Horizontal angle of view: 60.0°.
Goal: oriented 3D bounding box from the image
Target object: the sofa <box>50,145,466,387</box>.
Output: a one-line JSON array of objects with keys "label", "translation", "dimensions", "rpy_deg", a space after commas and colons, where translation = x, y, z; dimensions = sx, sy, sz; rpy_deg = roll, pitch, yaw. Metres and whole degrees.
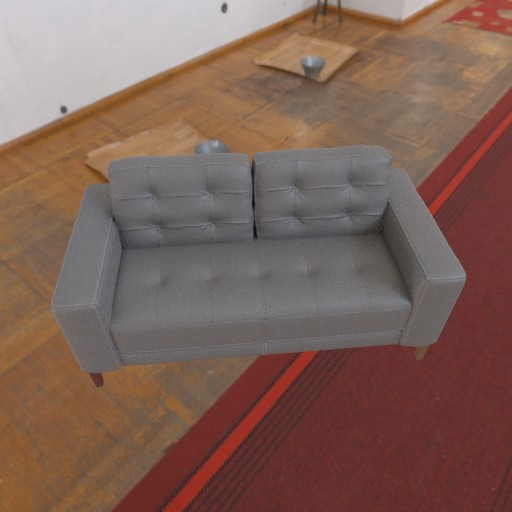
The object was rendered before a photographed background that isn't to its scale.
[{"label": "sofa", "translation": [0.000, 0.000, 2.189], "dimensions": [1.726, 0.892, 0.833], "rpy_deg": [-4, 45, -4]}]
